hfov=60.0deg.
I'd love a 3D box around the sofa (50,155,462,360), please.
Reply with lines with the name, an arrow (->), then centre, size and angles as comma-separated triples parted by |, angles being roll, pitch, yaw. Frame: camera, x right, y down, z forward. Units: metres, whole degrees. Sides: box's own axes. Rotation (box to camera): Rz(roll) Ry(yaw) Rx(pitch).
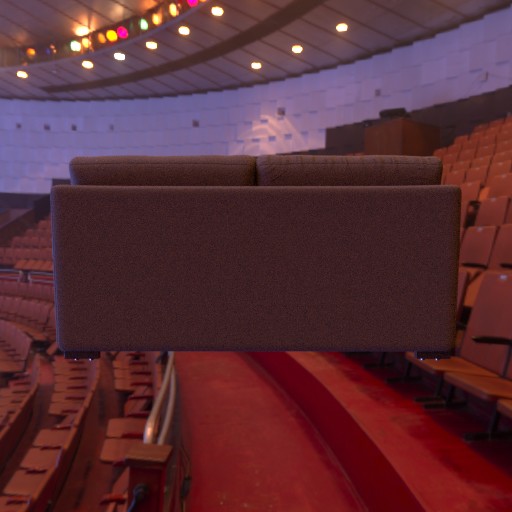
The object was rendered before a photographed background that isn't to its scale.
sofa -> 0.000, 0.000, 2.479 | 1.869, 0.950, 1.140 | 0, 0, 0
